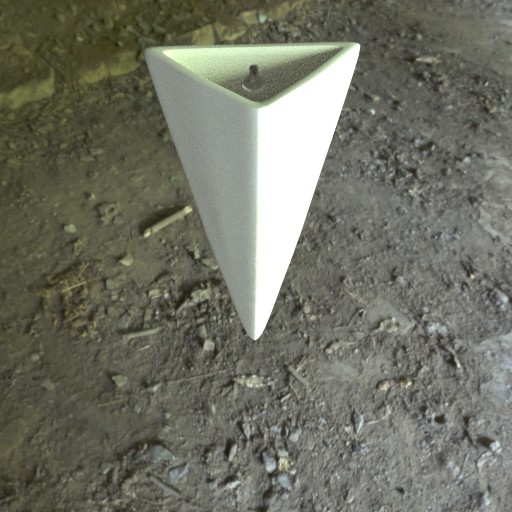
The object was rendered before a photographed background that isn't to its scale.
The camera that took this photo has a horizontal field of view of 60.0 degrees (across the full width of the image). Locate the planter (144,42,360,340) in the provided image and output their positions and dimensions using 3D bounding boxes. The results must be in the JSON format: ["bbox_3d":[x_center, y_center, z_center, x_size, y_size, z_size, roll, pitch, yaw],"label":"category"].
[{"bbox_3d":[0.000,0.000,0.392,0.143,0.338,0.065,-3,46,-3],"label":"planter"}]
